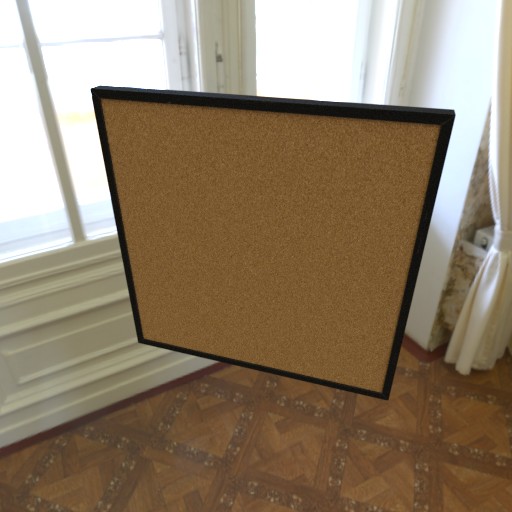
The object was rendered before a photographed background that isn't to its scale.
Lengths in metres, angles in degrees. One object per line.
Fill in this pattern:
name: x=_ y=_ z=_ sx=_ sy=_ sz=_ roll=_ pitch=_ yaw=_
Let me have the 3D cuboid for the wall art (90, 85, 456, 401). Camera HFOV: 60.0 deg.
wall art: x=0.000 y=0.000 z=1.106 sx=0.761 sy=0.761 sz=0.037 roll=9 pitch=33 yaw=14
